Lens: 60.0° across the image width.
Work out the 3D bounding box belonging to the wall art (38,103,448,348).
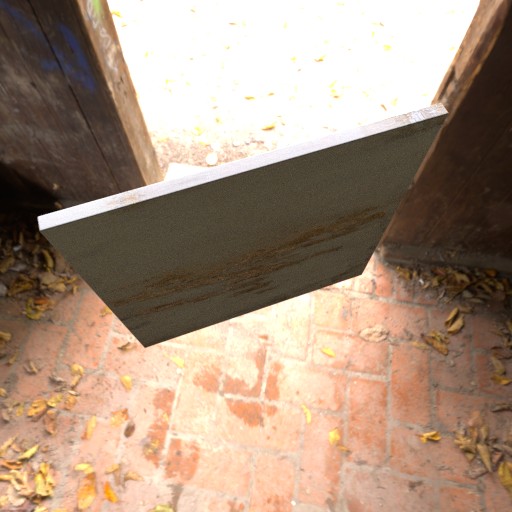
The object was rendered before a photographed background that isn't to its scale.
[{"bbox_3d":[0.000,0.000,1.505,1.015,1.018,0.040,-18,65,-8],"label":"wall art"}]
